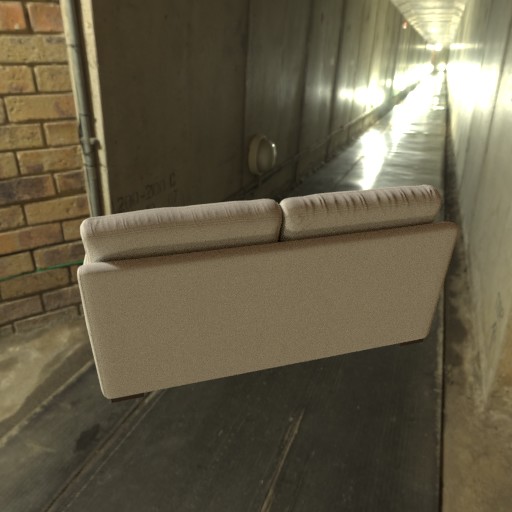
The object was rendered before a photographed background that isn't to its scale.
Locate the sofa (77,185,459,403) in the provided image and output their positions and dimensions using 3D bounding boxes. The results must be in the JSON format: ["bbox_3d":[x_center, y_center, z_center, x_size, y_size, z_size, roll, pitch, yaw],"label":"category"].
[{"bbox_3d":[0.000,0.000,2.596,1.880,0.940,1.143,-7,26,-15],"label":"sofa"}]
